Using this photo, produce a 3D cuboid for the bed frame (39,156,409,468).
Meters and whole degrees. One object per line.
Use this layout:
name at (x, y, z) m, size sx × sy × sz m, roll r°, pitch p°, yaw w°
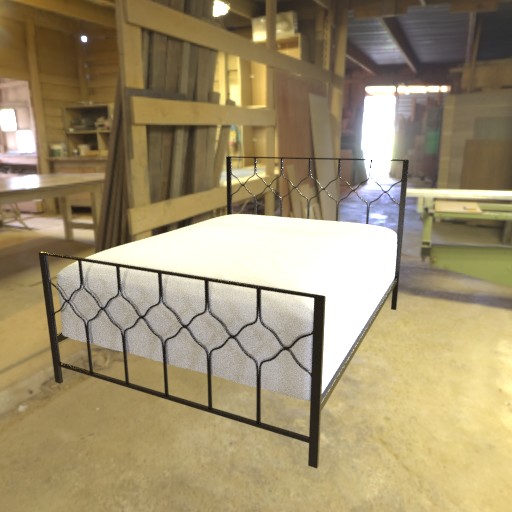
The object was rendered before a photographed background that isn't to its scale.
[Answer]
bed frame at (0.000, 0.000, 2.987) m, size 1.597 × 1.222 × 2.063 m, roll 7°, pitch 16°, yaw 25°
